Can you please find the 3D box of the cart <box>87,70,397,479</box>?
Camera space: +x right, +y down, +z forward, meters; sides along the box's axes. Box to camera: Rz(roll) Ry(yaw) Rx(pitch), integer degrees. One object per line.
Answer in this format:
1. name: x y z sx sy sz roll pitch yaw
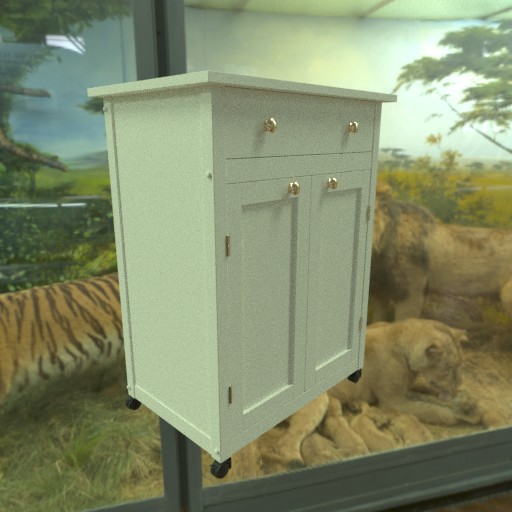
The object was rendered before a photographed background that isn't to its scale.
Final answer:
1. cart: 0.000 0.000 1.242 0.442 0.864 0.683 14 21 42
